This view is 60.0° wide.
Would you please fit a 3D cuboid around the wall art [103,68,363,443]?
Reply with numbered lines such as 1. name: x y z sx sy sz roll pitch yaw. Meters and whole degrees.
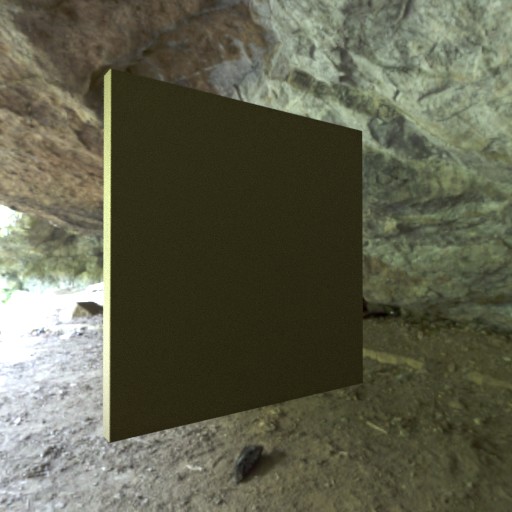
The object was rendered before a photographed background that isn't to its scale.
1. wall art: 0.000 0.000 0.755 0.503 0.506 0.031 0 -1 -35
